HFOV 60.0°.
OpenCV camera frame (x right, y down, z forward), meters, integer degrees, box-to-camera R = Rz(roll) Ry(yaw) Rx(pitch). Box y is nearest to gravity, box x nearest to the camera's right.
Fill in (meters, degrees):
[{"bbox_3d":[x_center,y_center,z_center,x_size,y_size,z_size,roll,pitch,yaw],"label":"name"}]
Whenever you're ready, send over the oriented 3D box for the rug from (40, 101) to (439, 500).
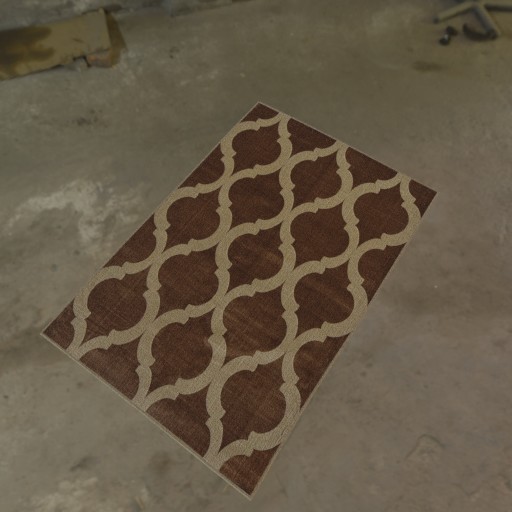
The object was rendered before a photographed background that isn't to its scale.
[{"bbox_3d":[0.000,0.000,2.839,1.526,0.014,2.290,32,67,15],"label":"rug"}]
